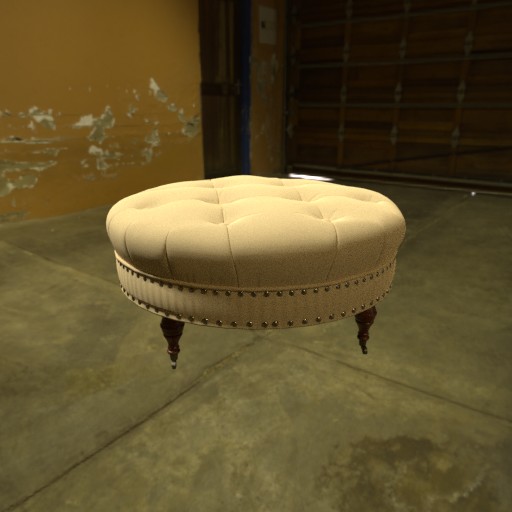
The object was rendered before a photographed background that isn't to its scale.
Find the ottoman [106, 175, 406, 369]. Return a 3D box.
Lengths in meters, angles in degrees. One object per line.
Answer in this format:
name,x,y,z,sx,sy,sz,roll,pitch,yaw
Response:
ottoman,0.000,0.000,1.417,0.901,0.439,0.901,0,18,0
